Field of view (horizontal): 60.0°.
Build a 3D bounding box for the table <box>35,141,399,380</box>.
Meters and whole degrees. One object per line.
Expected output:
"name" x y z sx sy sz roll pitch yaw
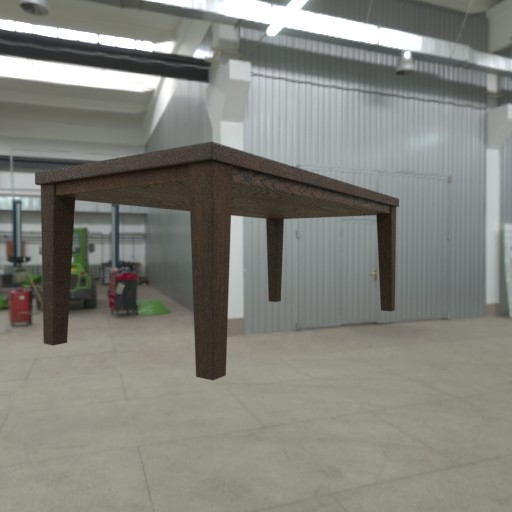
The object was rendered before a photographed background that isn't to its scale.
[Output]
"table" 0.000 0.000 2.495 1.016 0.762 1.981 1 1 34
